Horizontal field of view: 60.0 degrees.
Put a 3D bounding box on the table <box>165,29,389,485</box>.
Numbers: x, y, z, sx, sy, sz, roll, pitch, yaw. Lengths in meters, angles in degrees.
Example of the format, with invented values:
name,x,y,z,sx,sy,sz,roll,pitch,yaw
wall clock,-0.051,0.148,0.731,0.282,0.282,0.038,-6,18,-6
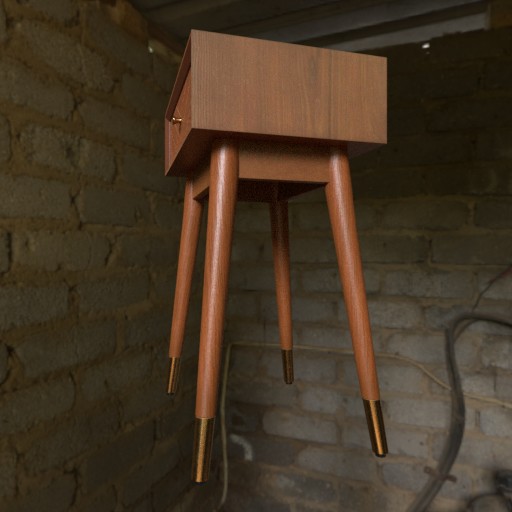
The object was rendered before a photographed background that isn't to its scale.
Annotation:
name,x,y,z,sx,sy,sz,roll,pitch,yaw
table,0.000,0.000,0.809,0.300,0.599,0.406,0,0,-17
